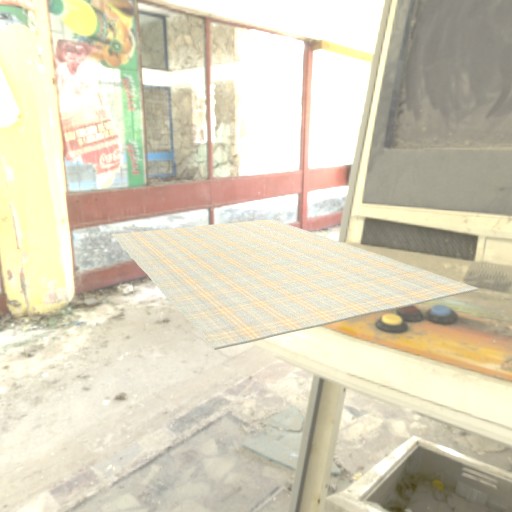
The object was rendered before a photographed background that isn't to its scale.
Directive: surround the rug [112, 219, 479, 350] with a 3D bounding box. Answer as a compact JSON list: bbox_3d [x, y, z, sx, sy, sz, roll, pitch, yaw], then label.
[{"bbox_3d":[0.000,0.000,2.426,1.231,0.012,1.835,-8,17,-26],"label":"rug"}]
